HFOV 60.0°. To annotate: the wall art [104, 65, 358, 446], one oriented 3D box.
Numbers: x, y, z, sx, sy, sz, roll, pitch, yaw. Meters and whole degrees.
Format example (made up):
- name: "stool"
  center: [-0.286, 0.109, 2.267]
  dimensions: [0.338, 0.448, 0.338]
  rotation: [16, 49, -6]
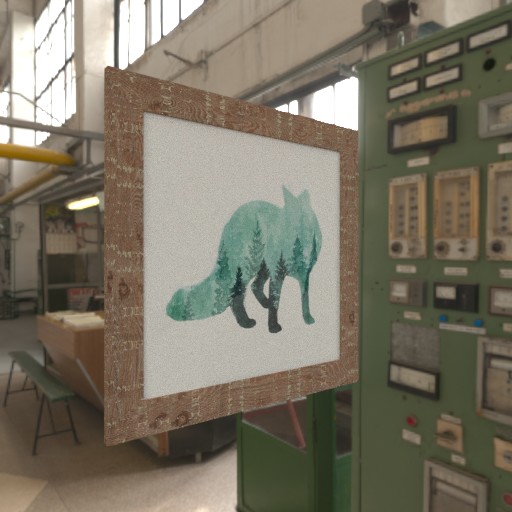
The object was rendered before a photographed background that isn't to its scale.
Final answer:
- name: "wall art"
  center: [0.000, 0.000, 0.567]
  dimensions: [0.384, 0.384, 0.012]
  rotation: [0, 0, -37]
